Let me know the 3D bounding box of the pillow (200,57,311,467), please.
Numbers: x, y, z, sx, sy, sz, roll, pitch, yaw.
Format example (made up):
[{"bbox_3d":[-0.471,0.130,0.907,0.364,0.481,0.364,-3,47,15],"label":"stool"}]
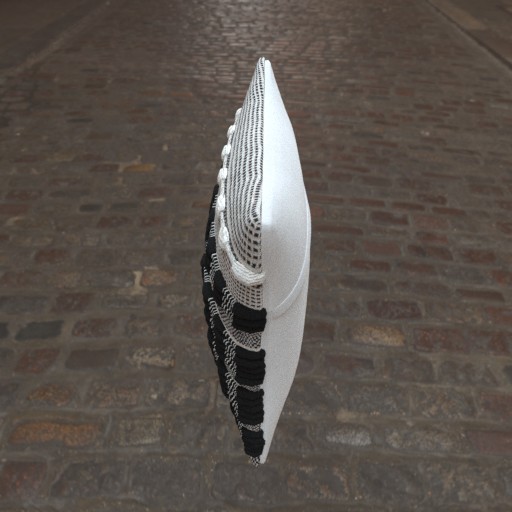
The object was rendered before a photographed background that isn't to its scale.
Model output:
[{"bbox_3d":[0.000,0.000,0.656,0.156,0.438,0.436,1,40,1],"label":"pillow"}]
